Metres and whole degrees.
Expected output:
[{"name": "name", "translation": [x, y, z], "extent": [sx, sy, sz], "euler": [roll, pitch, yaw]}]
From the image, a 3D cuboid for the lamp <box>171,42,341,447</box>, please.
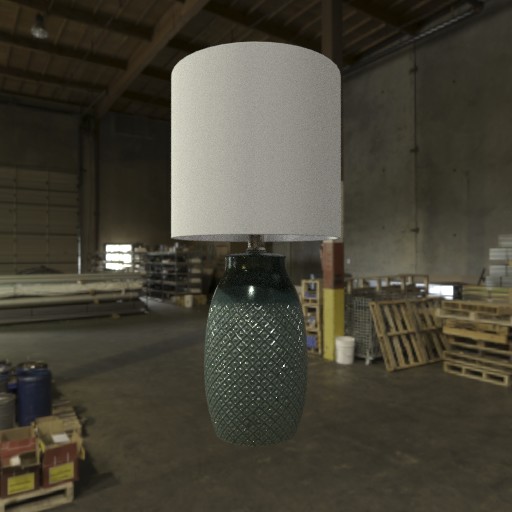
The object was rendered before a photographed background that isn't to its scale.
[{"name": "lamp", "translation": [0.000, 0.000, 0.576], "extent": [0.217, 0.453, 0.217], "euler": [0, 0, -35]}]
